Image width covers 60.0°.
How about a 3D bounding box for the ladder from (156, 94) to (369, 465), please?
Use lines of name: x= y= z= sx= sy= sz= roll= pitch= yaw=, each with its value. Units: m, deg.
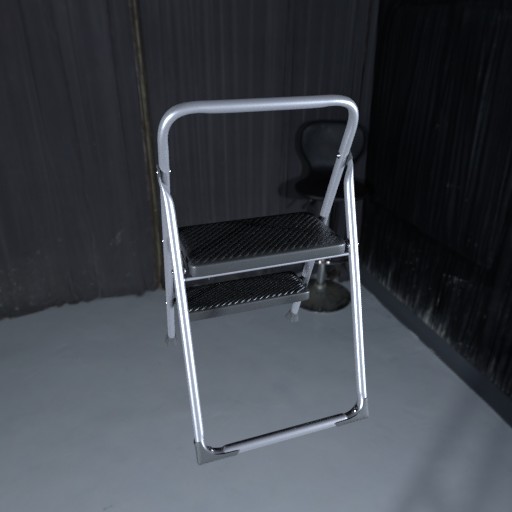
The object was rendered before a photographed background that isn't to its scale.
ladder: x=0.000 y=0.000 z=1.037 sx=0.430 sy=0.720 sz=0.472 roll=-9 pitch=28 yaw=-16
